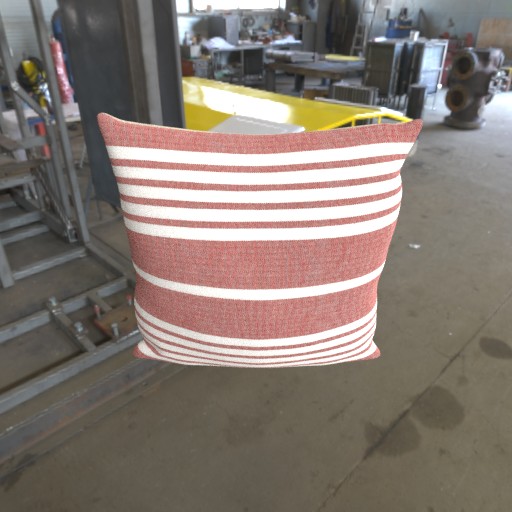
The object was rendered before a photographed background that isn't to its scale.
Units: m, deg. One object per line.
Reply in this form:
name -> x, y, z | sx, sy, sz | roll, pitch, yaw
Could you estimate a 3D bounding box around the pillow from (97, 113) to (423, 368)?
pillow -> 0.000, 0.000, 0.682 | 0.439, 0.427, 0.182 | 0, 30, 1
